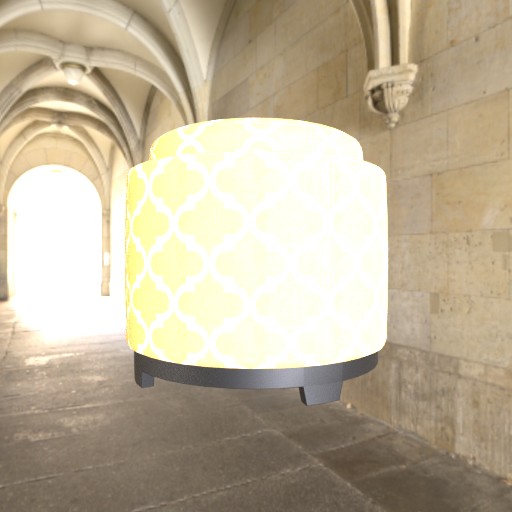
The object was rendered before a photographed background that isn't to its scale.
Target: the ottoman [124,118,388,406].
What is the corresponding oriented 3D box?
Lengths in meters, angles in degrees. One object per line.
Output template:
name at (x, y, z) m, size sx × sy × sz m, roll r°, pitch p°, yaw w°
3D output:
ottoman at (0.000, 0.000, 0.842) m, size 0.480 × 0.429 × 0.480 m, roll 0°, pitch 0°, yaw 0°
